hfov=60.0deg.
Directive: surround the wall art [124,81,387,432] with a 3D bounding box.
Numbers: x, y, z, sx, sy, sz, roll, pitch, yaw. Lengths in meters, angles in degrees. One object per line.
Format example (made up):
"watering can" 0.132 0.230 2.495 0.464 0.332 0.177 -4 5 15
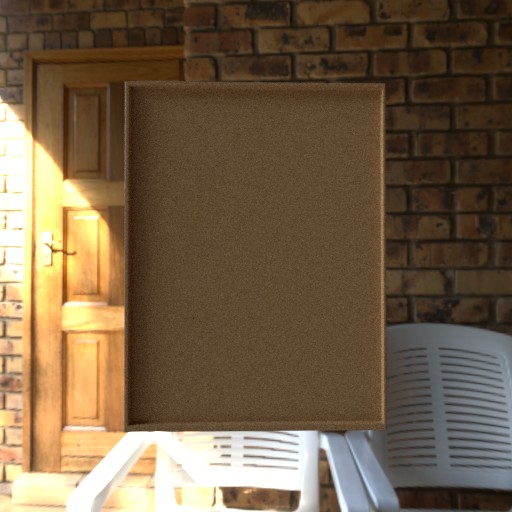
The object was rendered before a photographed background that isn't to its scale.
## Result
"wall art" 0.000 0.000 1.303 0.762 1.015 0.031 0 -1 -1
